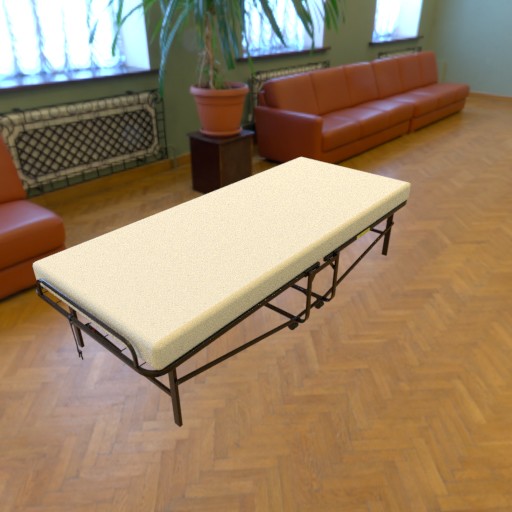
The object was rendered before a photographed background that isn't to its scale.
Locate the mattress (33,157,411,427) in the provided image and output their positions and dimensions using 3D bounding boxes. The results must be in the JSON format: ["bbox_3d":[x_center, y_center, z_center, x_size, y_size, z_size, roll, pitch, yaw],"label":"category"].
[{"bbox_3d":[0.000,0.000,2.553,0.922,0.519,2.153,23,37,34],"label":"mattress"}]
